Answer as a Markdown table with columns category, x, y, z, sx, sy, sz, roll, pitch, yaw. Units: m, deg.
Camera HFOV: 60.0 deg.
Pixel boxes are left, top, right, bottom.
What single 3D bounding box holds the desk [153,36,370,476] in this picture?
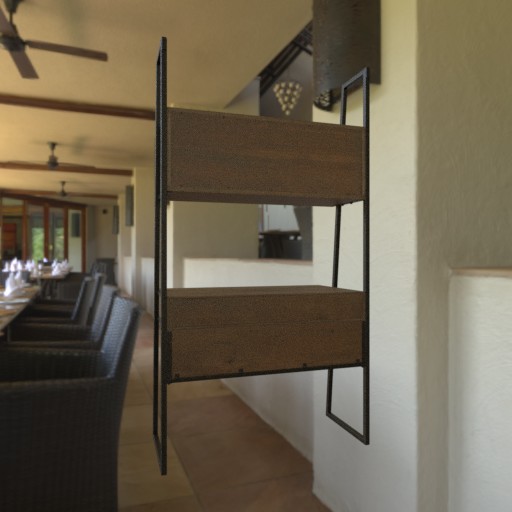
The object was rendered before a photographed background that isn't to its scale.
| category | x | y | z | sx | sy | sz | roll | pitch | yaw |
| --- | --- | --- | --- | --- | --- | --- | --- | --- | --- |
| desk | 0.000 | 0.000 | 2.213 | 0.982 | 1.809 | 0.515 | 0 | 0 | -18 |
